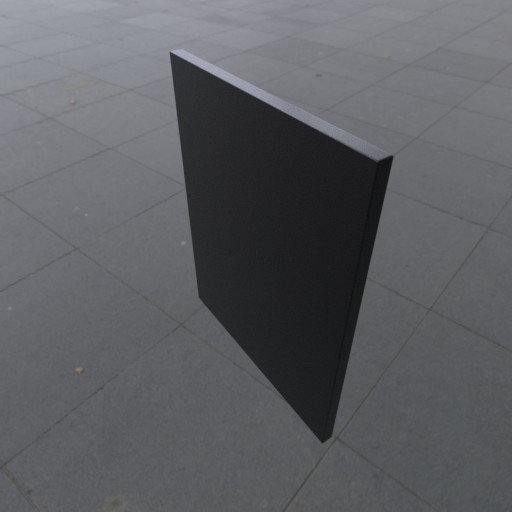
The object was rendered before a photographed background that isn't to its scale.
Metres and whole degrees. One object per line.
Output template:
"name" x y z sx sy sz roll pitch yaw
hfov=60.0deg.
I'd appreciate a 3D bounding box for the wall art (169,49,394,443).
"wall art" 0.000 0.000 1.608 0.053 1.194 0.950 -25 46 -26
